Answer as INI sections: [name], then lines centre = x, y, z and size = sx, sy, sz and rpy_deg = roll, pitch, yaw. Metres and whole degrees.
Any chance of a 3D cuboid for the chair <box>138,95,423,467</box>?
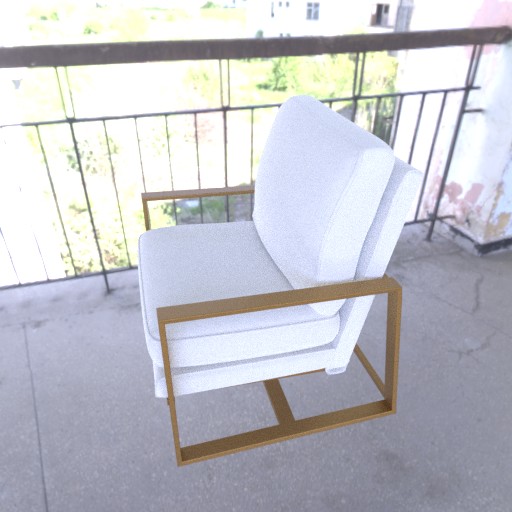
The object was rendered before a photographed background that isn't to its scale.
[chair]
centre = 0.000, 0.000, 1.552
size = 0.813, 0.966, 0.805
rpy_deg = -8, 33, -13
